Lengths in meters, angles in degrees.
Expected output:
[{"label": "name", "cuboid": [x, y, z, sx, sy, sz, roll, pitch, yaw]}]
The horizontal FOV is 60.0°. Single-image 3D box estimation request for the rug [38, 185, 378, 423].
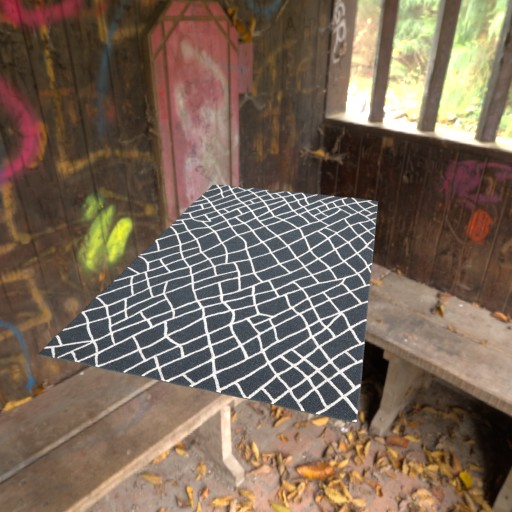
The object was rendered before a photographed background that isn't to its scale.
[{"label": "rug", "cuboid": [0.000, 0.000, 3.007, 1.529, 0.017, 2.448, 8, 30, 13]}]
